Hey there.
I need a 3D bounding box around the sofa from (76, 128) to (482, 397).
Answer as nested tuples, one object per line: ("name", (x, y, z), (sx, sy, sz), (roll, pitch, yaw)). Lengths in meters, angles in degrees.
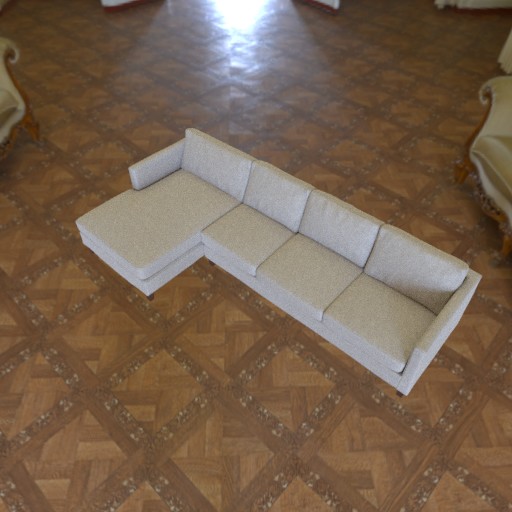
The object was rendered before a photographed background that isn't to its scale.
("sofa", (0.000, 0.000, 3.849), (3.186, 0.846, 1.625), (33, 54, 28))
